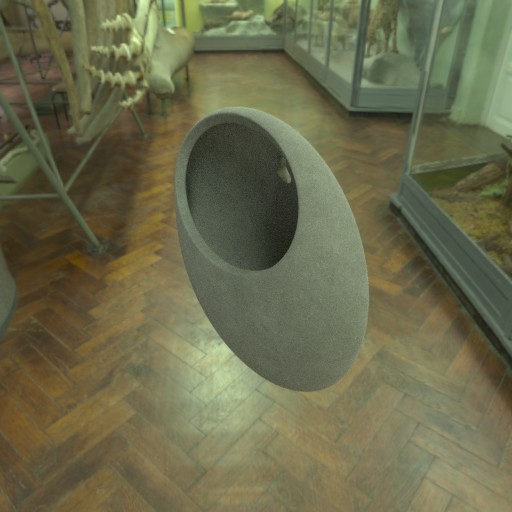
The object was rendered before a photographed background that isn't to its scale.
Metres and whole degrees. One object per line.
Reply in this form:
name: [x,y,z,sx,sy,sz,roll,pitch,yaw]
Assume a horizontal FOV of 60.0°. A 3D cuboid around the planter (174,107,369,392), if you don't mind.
planter: [0.000,0.000,0.292,0.071,0.188,0.185,-21,38,-29]
